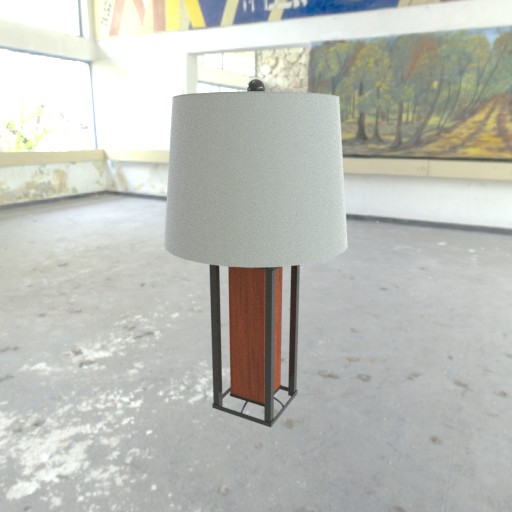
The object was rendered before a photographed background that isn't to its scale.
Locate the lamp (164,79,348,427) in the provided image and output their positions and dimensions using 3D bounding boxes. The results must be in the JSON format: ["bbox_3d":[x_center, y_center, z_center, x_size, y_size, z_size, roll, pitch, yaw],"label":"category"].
[{"bbox_3d":[0.000,0.000,0.792,0.320,0.591,0.320,0,16,0],"label":"lamp"}]
